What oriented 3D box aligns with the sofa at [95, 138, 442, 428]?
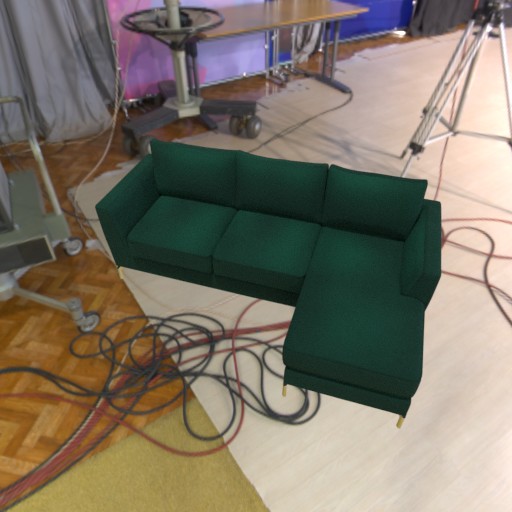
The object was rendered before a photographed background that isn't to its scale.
[{"bbox_3d":[0.000,0.000,3.206,2.441,1.007,1.489,12,43,13],"label":"sofa"}]
